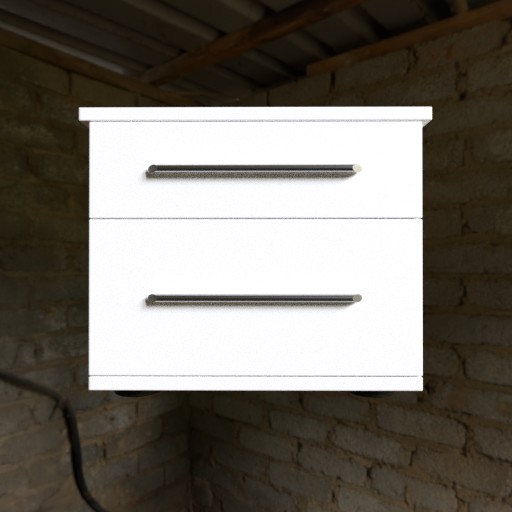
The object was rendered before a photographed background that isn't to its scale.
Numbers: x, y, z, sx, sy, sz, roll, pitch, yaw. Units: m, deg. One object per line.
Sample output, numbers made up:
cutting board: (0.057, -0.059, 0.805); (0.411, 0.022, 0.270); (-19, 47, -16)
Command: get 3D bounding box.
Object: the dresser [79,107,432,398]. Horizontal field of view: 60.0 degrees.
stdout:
dresser: (0.000, 0.000, 0.724); (0.430, 0.360, 0.400); (0, 0, 0)
